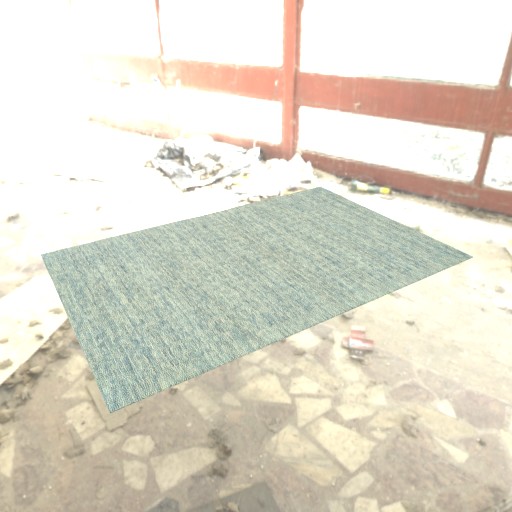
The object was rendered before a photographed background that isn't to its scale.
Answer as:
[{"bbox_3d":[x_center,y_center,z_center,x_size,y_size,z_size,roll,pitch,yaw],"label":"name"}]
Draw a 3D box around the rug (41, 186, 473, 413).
[{"bbox_3d":[0.000,0.000,2.144,1.752,0.006,1.142,-17,34,-28],"label":"rug"}]
